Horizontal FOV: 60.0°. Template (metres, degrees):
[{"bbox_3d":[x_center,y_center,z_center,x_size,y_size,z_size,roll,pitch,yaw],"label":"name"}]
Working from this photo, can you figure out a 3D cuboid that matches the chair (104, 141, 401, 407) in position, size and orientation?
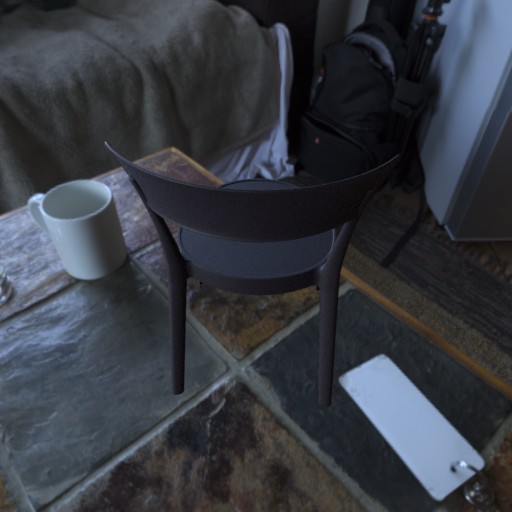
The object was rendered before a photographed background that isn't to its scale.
[{"bbox_3d":[0.000,0.000,1.109,0.506,0.790,0.491,3,46,3],"label":"chair"}]
